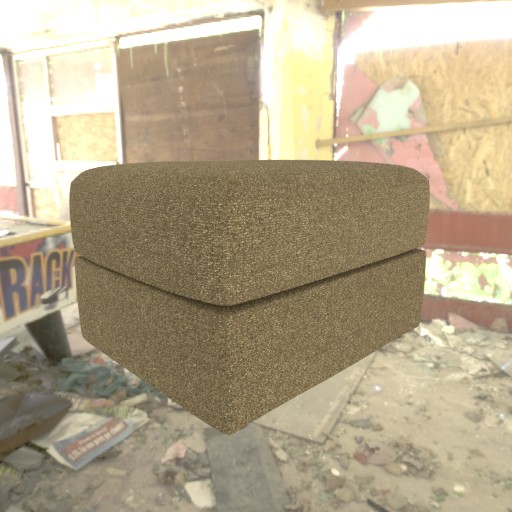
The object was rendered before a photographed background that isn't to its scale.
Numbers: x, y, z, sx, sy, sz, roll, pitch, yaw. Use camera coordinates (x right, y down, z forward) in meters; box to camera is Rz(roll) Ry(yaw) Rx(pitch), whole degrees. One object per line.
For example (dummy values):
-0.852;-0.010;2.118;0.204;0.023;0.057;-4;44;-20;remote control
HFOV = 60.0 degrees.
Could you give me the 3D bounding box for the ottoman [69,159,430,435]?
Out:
0.000;0.000;1.134;0.742;0.476;0.598;-13;18;-43;ottoman
